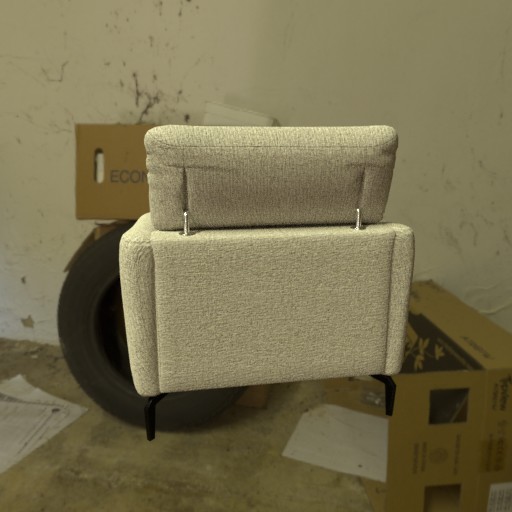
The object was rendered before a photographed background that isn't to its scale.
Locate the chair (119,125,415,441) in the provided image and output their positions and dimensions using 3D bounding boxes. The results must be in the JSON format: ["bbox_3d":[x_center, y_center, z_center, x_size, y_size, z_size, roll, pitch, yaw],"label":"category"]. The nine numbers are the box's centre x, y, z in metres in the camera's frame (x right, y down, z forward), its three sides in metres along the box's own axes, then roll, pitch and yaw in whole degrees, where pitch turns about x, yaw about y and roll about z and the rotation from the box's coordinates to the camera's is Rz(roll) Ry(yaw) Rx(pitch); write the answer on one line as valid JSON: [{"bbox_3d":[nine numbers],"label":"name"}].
[{"bbox_3d":[0.000,0.000,1.739,0.972,0.967,0.835,-2,15,-9],"label":"chair"}]
